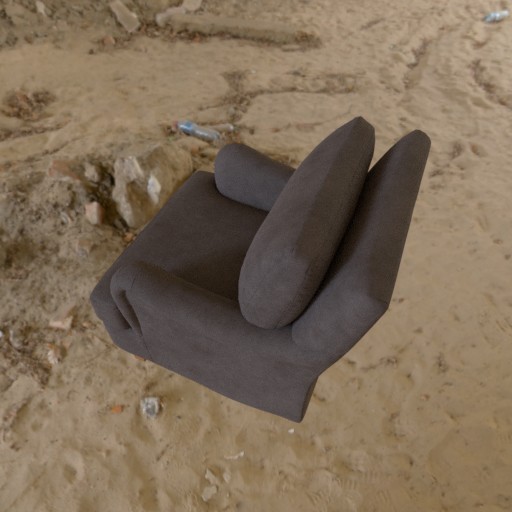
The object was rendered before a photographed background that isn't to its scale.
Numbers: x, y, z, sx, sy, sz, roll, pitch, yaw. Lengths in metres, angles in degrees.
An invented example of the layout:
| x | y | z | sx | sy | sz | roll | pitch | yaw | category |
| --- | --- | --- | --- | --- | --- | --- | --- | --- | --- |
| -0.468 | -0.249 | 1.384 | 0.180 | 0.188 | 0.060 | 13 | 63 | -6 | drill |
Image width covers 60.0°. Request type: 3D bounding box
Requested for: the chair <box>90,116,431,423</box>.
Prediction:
| x | y | z | sx | sy | sz | roll | pitch | yaw | category |
| --- | --- | --- | --- | --- | --- | --- | --- | --- | --- |
| 0.000 | 0.000 | 1.827 | 1.070 | 0.997 | 0.955 | 17 | 48 | 15 | chair |
